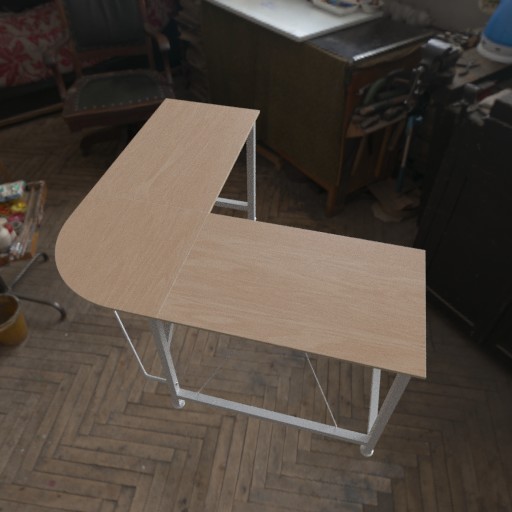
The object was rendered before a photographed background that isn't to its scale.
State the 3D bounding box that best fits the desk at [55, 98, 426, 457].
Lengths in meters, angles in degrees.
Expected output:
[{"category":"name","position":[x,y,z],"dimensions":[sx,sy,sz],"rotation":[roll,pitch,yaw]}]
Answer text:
[{"category":"desk","position":[0.000,0.000,2.174],"dimensions":[1.400,0.762,1.400],"rotation":[11,48,10]}]
